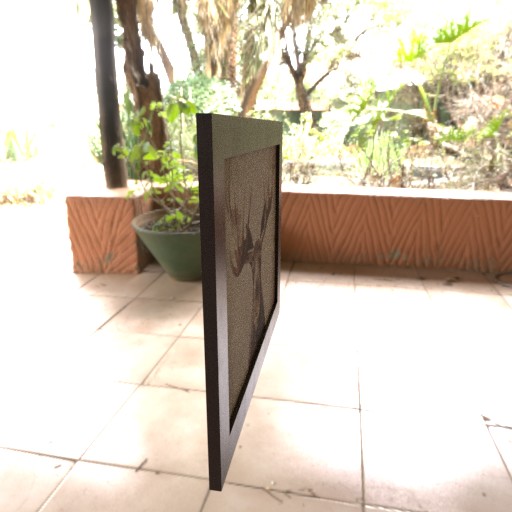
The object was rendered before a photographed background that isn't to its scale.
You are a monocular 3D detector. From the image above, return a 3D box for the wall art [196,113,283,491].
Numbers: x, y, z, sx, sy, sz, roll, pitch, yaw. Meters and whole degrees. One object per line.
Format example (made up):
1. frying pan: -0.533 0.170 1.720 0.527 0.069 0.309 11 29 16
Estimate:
1. wall art: 0.000 0.000 1.612 0.034 0.952 1.207 3 16 10
